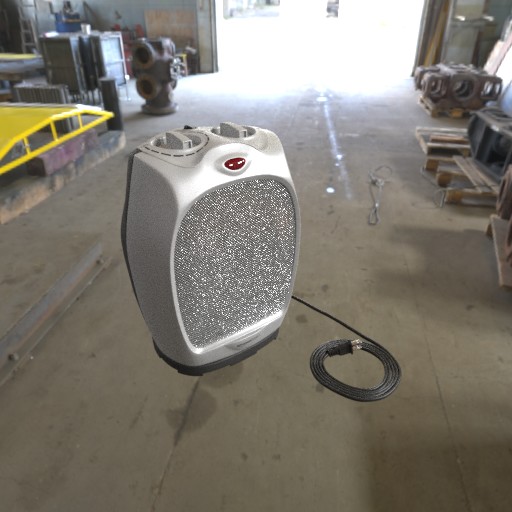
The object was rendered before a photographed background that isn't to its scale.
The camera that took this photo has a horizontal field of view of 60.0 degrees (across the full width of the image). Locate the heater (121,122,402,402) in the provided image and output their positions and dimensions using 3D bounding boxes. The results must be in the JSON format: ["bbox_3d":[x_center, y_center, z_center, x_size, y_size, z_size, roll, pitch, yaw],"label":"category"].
[{"bbox_3d":[0.000,0.000,0.470,0.239,0.255,0.291,-20,36,-30],"label":"heater"}]
